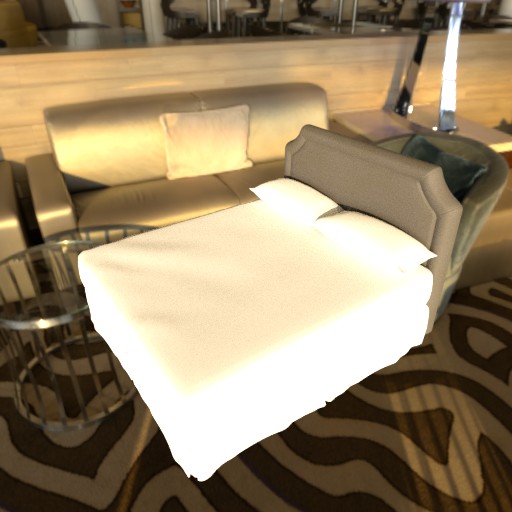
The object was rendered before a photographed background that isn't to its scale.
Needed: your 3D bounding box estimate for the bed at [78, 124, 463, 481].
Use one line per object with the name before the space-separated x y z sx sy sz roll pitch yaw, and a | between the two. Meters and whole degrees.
bed | 0.000 0.000 3.829 2.536 1.561 2.194 -20 37 -30
